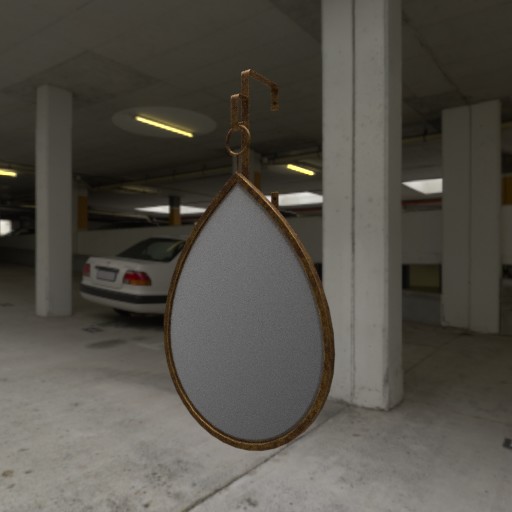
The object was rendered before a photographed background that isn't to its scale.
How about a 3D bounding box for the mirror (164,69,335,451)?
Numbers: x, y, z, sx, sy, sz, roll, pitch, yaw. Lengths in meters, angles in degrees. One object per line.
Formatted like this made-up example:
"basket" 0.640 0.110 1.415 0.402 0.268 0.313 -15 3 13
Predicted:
"mirror" 0.000 0.000 0.914 0.405 0.744 0.144 0 0 36
